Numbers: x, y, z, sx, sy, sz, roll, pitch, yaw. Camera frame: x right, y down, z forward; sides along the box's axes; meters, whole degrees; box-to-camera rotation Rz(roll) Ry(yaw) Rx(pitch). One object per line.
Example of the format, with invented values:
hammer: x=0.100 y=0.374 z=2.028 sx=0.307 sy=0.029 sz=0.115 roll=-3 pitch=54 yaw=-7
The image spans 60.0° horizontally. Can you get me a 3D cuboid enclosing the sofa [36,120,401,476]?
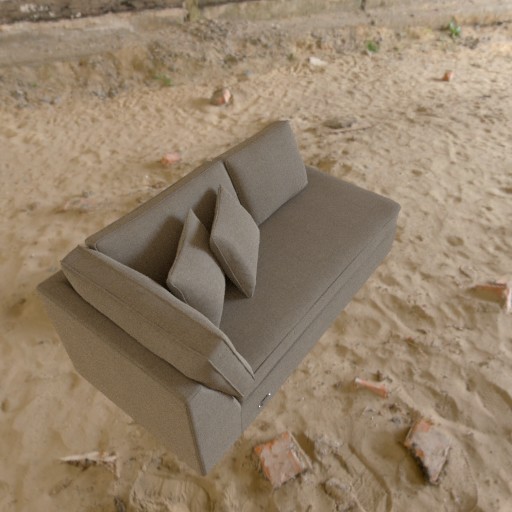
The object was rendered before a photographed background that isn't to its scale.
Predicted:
sofa: x=0.000 y=0.000 z=2.823 sx=1.110 sy=1.019 sz=2.238 roll=28 pitch=50 yaw=26
